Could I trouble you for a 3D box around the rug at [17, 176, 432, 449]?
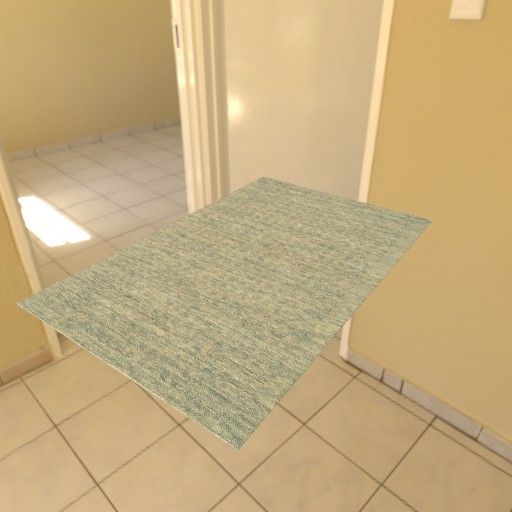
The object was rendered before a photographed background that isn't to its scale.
[{"bbox_3d":[0.000,0.000,2.132,1.142,0.006,1.752,20,37,30],"label":"rug"}]
